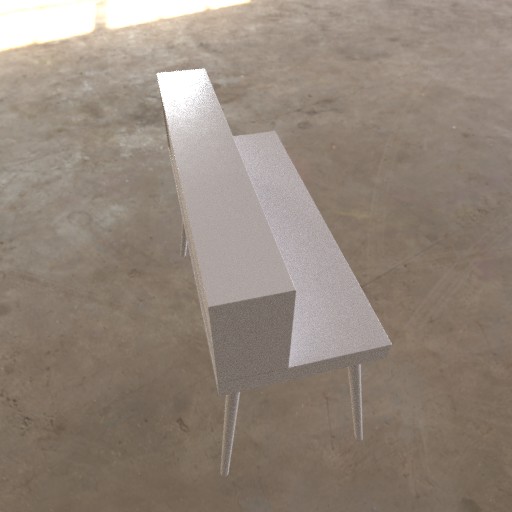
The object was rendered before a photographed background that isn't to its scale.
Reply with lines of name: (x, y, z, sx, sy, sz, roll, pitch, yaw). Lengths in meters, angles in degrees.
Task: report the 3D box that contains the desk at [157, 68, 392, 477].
desk: (0.000, 0.000, 1.724, 0.559, 0.990, 1.199, -10, 46, -10)
